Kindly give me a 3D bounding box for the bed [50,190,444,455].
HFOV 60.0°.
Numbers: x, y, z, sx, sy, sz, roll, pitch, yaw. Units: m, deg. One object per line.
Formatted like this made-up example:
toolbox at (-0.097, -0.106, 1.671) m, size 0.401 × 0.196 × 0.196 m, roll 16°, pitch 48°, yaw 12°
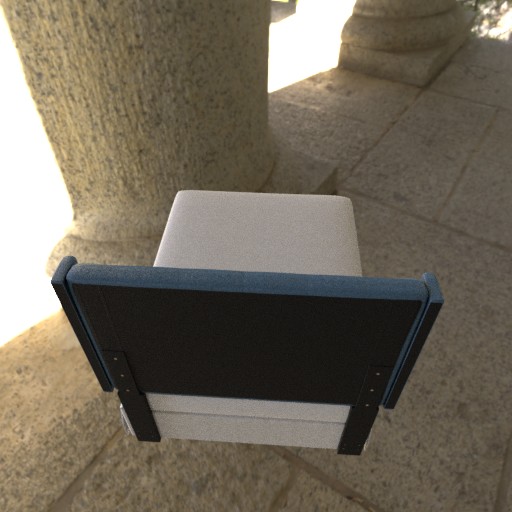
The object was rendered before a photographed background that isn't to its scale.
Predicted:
bed at (0.000, 0.000, 3.195) m, size 1.719 × 1.665 × 2.078 m, roll 3°, pitch 45°, yaw 3°
